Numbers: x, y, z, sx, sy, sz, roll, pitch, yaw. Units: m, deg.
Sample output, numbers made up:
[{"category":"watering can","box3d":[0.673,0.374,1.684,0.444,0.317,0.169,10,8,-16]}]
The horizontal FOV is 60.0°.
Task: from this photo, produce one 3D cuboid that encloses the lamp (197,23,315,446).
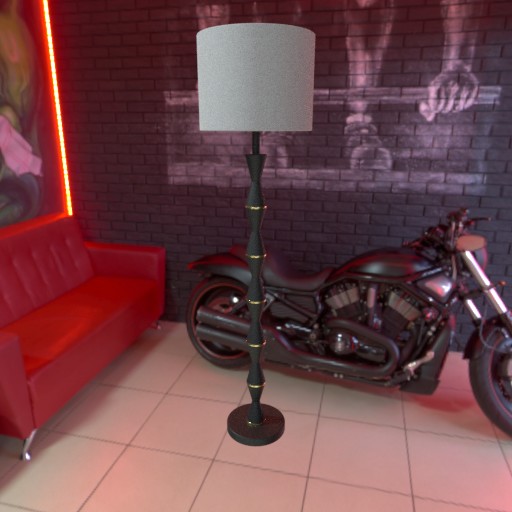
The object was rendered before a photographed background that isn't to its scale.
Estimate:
[{"category":"lamp","box3d":[0.000,0.000,1.639,0.381,1.480,0.381,-15,22,-42]}]
